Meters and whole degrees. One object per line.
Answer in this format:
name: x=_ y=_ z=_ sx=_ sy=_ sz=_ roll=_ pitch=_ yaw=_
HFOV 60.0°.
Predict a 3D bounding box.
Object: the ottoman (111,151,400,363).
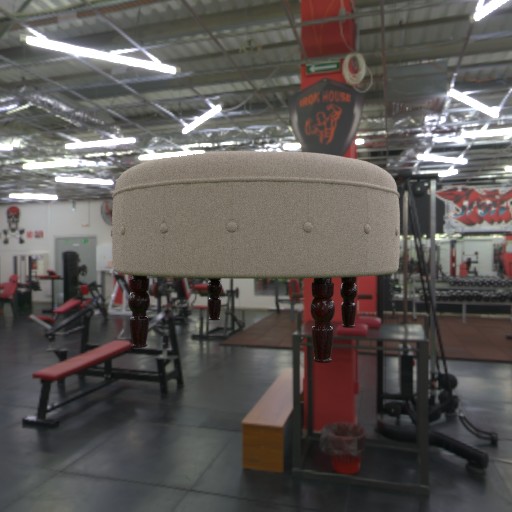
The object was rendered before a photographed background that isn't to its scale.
ottoman: x=0.000 y=0.000 z=1.376 sx=0.848 sy=0.494 sz=0.848 roll=0 pitch=1 yaw=0
